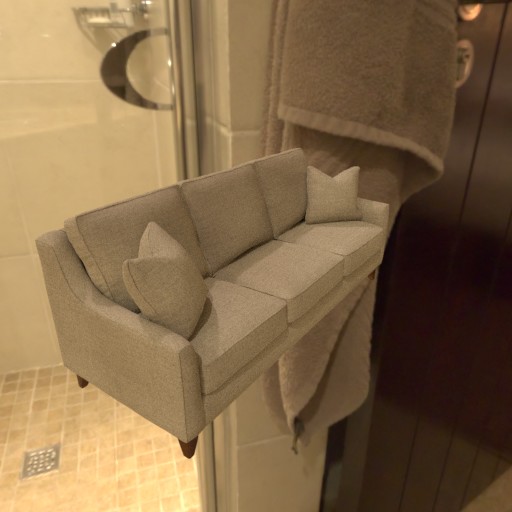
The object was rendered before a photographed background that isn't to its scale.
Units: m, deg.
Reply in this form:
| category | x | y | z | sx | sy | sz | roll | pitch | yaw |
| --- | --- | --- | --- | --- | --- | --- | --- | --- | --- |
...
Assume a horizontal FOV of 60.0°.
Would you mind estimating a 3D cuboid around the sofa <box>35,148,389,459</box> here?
| category | x | y | z | sx | sy | sz | roll | pitch | yaw |
| --- | --- | --- | --- | --- | --- | --- | --- | --- | --- |
| sofa | 0.000 | 0.000 | 2.523 | 0.865 | 0.914 | 2.031 | 17 | 30 | 32 |
